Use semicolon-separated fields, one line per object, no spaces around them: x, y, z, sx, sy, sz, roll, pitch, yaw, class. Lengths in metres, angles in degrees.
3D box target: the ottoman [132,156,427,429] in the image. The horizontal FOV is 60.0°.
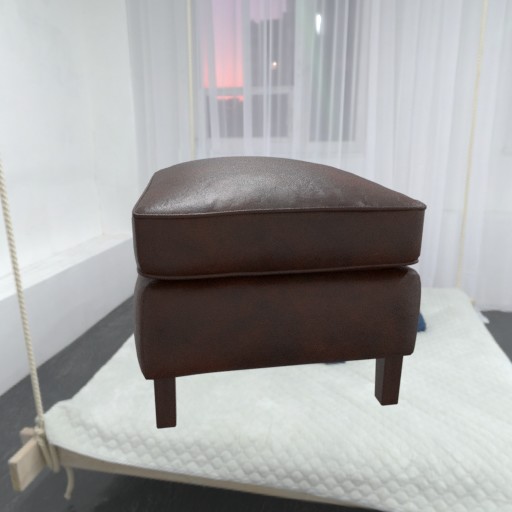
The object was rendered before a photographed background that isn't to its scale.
0.000;0.000;1.004;0.501;0.432;0.665;-3;16;-9;ottoman
